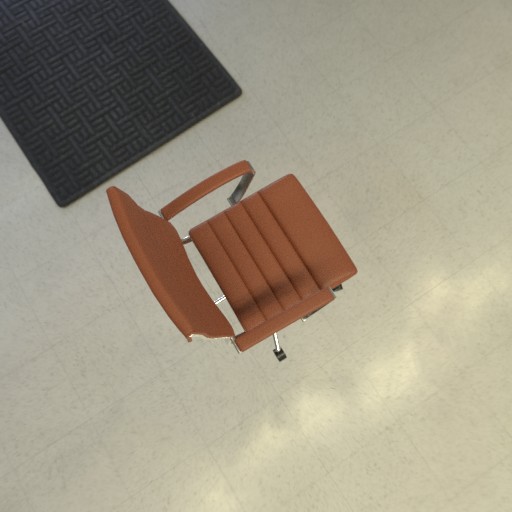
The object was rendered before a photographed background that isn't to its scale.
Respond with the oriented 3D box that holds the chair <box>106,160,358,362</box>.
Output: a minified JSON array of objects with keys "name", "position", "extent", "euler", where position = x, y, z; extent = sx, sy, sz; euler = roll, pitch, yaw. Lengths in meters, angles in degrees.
[{"name":"chair","position":[0.000,0.000,1.677],"extent":[0.739,1.149,0.766],"euler":[-30,77,-7]}]
